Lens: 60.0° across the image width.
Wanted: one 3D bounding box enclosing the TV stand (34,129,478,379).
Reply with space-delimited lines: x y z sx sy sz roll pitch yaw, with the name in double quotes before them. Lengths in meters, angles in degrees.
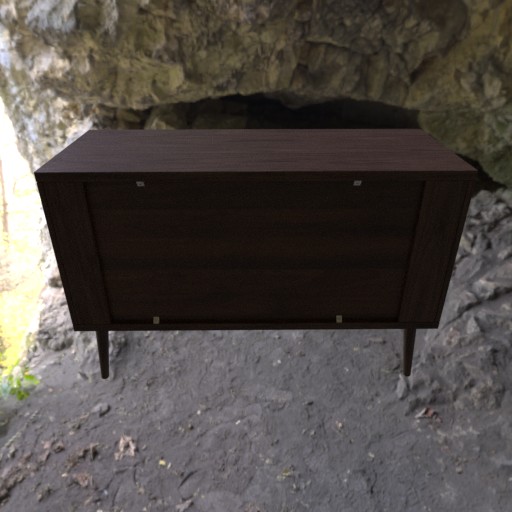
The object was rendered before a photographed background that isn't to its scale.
"TV stand" 0.000 0.000 1.324 0.990 0.660 0.405 0 29 -1
